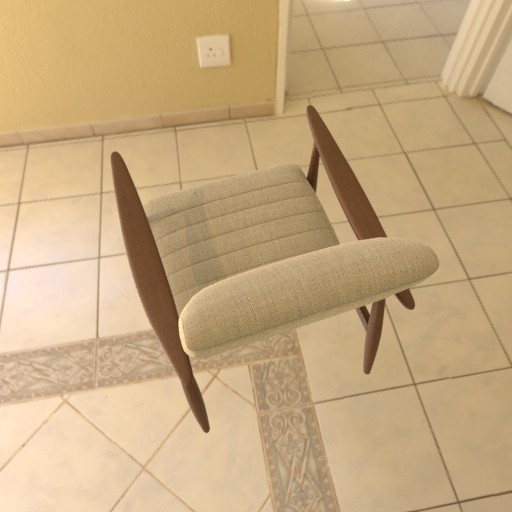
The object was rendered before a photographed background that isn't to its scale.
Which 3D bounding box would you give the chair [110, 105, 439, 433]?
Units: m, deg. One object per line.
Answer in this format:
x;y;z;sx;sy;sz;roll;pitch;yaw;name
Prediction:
0.000;0.000;1.401;0.741;0.832;0.798;-16;59;-10;chair
